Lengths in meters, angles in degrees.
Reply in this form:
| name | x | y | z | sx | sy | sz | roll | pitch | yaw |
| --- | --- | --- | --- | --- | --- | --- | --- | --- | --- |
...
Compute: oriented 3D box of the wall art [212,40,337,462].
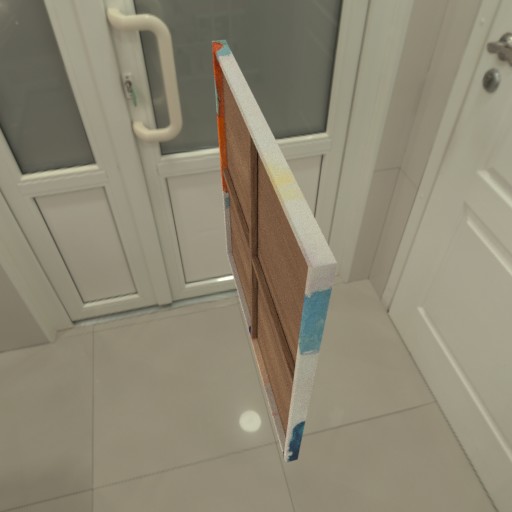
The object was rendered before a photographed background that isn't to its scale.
| name | x | y | z | sx | sy | sz | roll | pitch | yaw |
| --- | --- | --- | --- | --- | --- | --- | --- | --- | --- |
| wall art | 0.000 | 0.000 | 1.192 | 0.037 | 0.814 | 0.814 | -10 | 48 | -9 |
